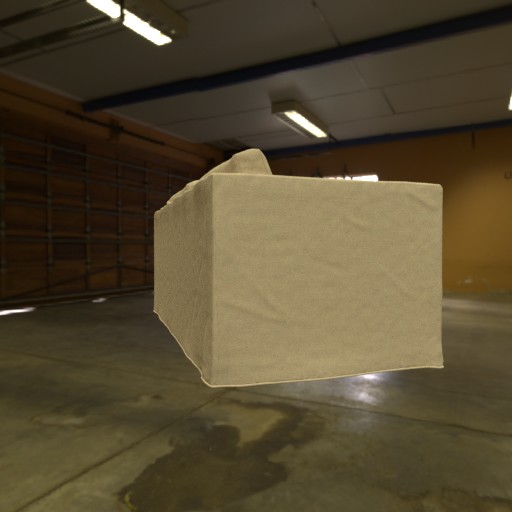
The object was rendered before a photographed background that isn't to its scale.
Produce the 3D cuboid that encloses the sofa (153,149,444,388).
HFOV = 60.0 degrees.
[{"bbox_3d":[0.000,0.000,2.489,0.962,0.835,1.959,0,1,-18],"label":"sofa"}]
